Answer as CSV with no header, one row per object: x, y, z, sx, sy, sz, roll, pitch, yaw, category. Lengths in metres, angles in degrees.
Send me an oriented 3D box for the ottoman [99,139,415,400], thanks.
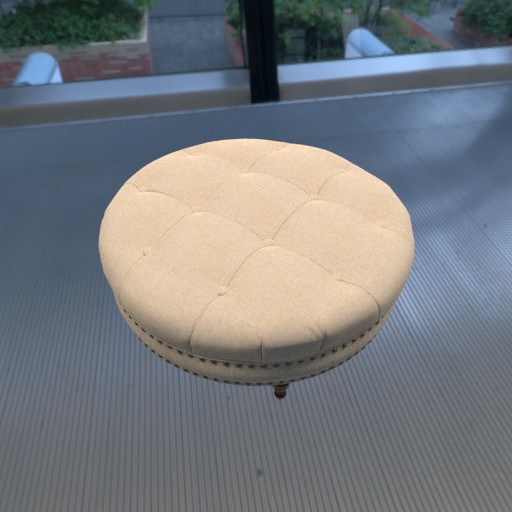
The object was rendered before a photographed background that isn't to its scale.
0.000,0.000,1.455,0.940,0.483,0.940,0,43,0,ottoman
